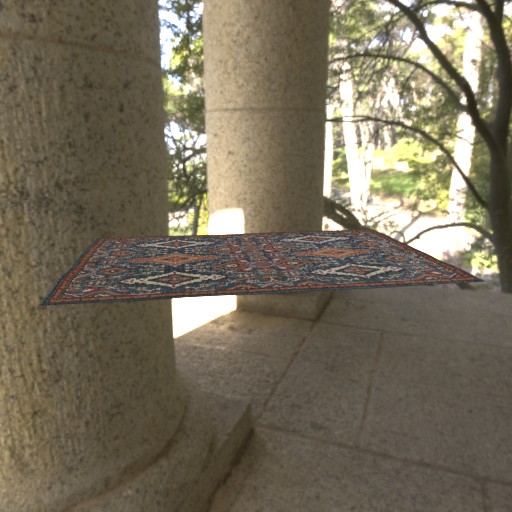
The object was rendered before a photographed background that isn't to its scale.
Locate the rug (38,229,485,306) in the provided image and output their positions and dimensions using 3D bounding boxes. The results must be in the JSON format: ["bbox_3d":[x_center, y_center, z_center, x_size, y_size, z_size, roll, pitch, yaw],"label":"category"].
[{"bbox_3d":[0.000,0.000,4.286,3.371,0.008,2.190,-2,15,-9],"label":"rug"}]
